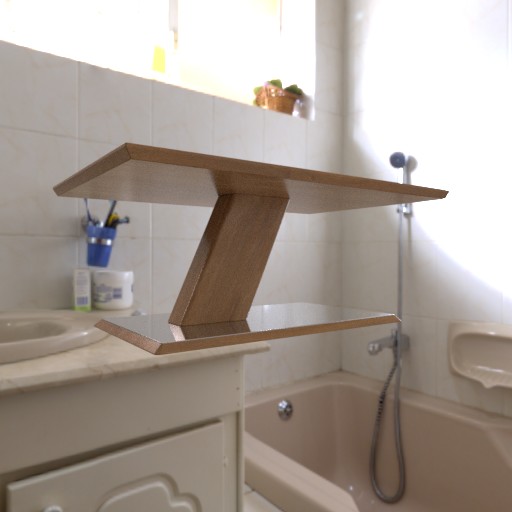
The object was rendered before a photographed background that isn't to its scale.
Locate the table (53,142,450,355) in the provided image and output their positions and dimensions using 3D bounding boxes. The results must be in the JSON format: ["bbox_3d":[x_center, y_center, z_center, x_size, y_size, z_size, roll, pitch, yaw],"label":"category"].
[{"bbox_3d":[0.000,0.000,1.450,1.100,0.441,0.692,0,0,-35],"label":"table"}]
